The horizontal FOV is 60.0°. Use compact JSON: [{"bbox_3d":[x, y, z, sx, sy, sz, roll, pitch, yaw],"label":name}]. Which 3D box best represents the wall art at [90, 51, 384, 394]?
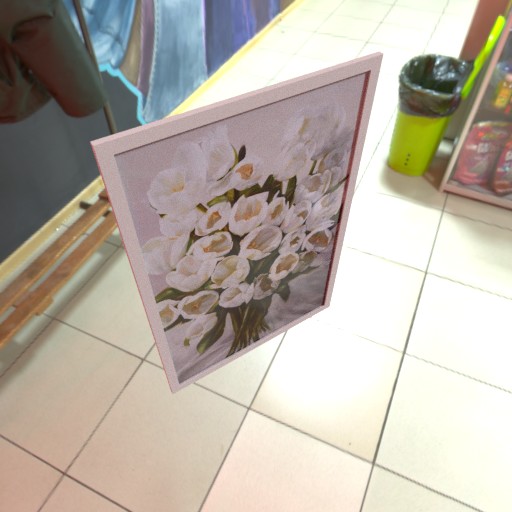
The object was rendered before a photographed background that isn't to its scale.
[{"bbox_3d":[0.000,0.000,1.229,0.660,0.965,0.015,-25,53,-21],"label":"wall art"}]
